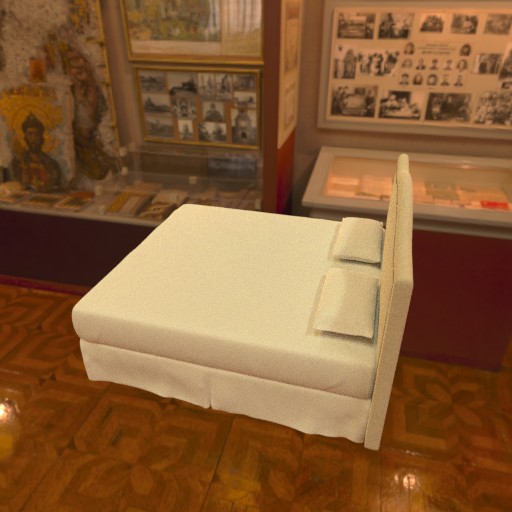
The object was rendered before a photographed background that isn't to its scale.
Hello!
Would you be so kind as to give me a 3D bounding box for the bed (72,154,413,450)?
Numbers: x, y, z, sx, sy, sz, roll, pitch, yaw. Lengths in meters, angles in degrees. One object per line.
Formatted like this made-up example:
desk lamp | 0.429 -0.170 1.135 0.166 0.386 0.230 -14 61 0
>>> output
bed | 0.000 0.000 3.540 2.182 1.421 2.083 8 31 14
